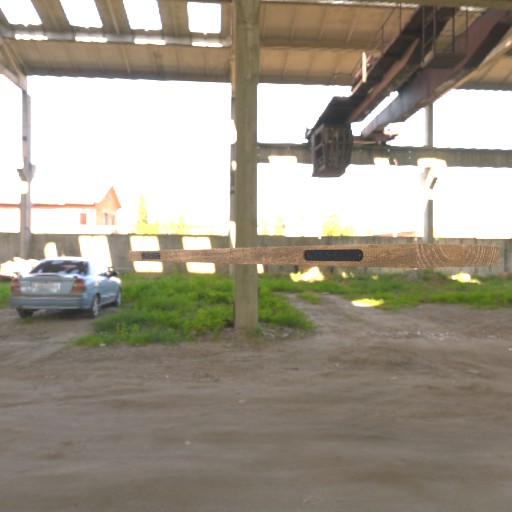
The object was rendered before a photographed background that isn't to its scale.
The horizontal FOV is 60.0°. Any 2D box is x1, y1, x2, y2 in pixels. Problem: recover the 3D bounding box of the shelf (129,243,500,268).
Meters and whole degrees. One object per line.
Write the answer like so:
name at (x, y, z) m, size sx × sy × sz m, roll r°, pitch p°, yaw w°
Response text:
shelf at (0.000, 0.000, 0.637) m, size 0.140 × 0.020 × 0.610 m, roll 0°, pitch 0°, yaw -37°
